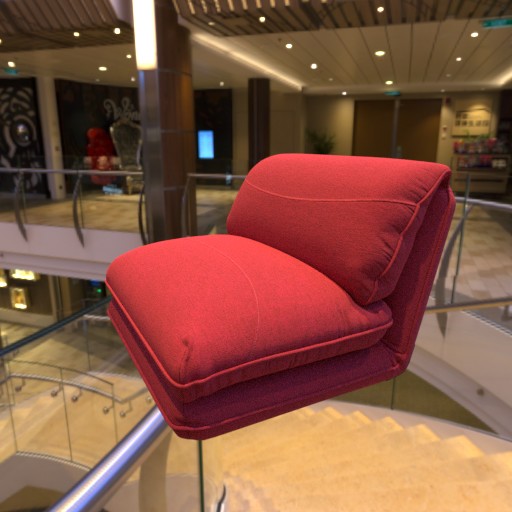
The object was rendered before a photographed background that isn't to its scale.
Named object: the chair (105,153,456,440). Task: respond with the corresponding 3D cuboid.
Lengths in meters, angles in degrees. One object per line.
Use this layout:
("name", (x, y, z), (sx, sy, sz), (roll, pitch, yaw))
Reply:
("chair", (0.000, 0.000, 1.326), (0.780, 0.580, 0.820), (-8, 17, -27))
